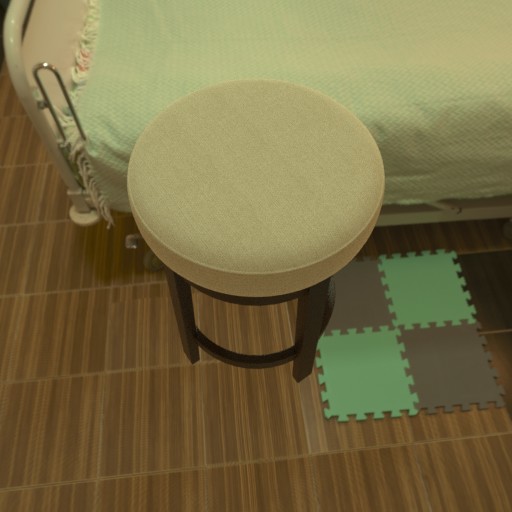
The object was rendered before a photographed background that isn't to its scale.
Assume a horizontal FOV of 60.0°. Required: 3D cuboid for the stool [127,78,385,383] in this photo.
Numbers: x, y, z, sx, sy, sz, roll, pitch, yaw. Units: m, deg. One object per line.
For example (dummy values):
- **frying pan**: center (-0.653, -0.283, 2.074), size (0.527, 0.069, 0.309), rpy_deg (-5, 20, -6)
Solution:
- **stool**: center (0.000, 0.000, 0.986), size (0.449, 0.655, 0.449), rpy_deg (0, 59, 0)
